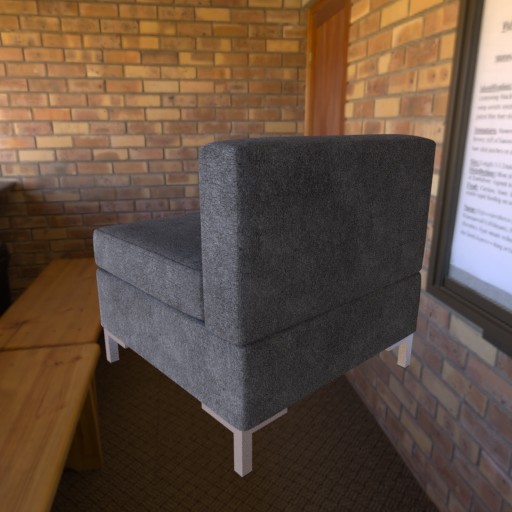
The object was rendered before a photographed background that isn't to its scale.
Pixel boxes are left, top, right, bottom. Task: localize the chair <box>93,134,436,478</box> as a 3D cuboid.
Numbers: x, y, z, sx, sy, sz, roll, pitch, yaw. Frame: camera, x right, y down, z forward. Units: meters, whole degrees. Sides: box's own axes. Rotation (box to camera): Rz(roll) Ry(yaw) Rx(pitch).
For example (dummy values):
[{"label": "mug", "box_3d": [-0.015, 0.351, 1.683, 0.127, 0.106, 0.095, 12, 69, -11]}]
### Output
[{"label": "chair", "box_3d": [0.000, 0.000, 1.237, 0.680, 0.660, 0.680, -14, 22, -40]}]
